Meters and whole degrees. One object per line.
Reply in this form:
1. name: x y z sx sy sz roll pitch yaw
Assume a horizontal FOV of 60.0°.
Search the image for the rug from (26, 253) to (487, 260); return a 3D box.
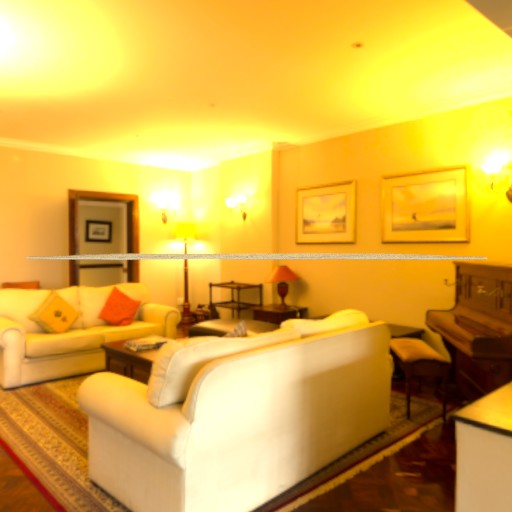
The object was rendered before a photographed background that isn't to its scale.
1. rug: 0.000 0.000 3.100 2.444 0.023 1.531 0 1 -1
